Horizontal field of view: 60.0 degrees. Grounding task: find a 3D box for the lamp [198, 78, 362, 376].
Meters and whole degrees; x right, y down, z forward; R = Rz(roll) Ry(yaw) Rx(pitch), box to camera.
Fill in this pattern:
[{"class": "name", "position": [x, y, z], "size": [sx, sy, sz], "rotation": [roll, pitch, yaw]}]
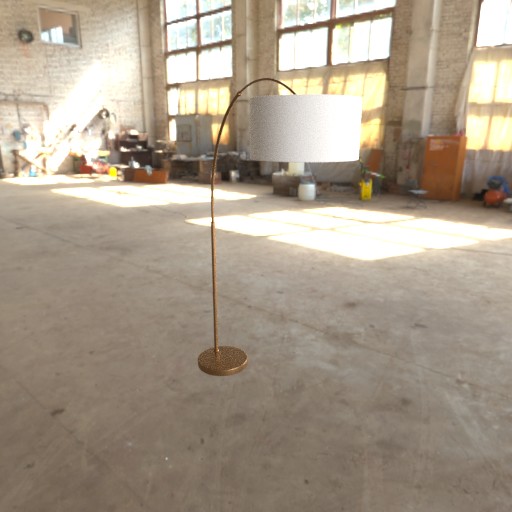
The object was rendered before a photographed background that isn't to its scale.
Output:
[{"class": "lamp", "position": [0.000, 0.000, 2.594], "size": [0.493, 1.927, 1.434], "rotation": [-8, 18, -27]}]
